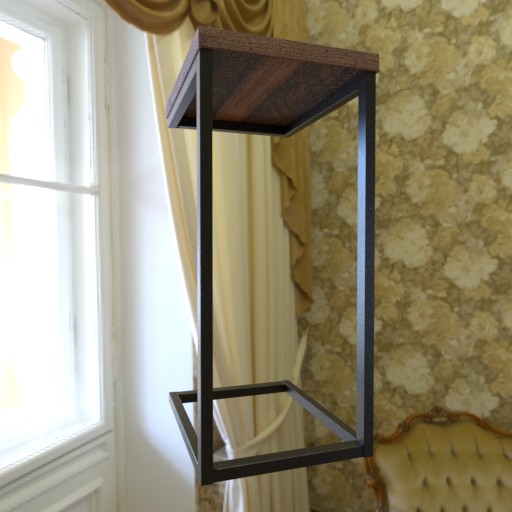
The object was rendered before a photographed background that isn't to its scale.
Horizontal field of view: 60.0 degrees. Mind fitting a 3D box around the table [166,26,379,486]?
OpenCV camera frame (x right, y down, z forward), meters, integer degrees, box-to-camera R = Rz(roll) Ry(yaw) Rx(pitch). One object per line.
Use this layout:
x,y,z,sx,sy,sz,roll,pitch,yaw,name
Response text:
0.000,0.000,0.933,0.323,0.718,0.414,0,2,-18,table
